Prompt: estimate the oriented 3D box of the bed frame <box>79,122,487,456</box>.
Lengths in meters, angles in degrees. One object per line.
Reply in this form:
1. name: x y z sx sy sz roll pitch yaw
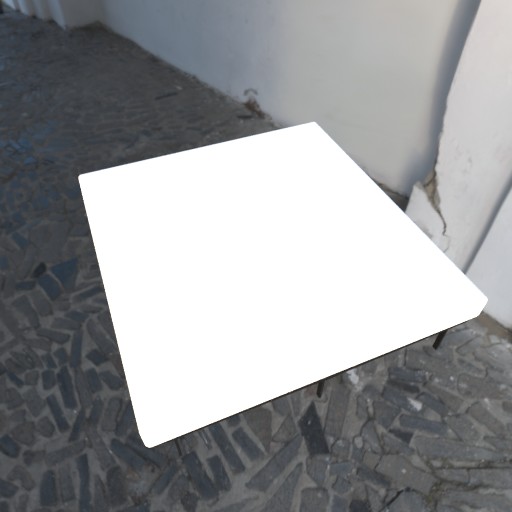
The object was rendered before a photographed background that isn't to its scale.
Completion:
1. bed frame: 0.000 0.000 2.993 1.935 0.525 2.033 -17 49 -15
